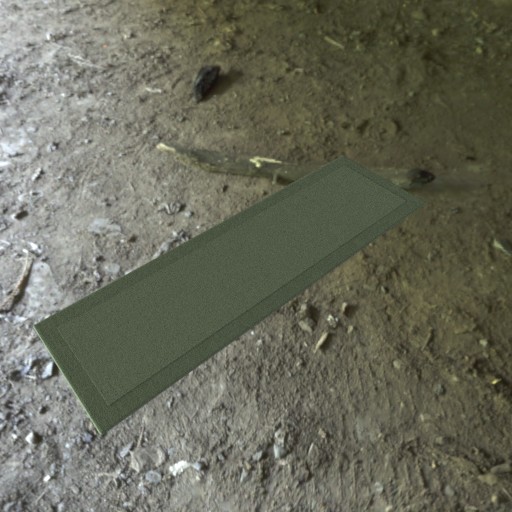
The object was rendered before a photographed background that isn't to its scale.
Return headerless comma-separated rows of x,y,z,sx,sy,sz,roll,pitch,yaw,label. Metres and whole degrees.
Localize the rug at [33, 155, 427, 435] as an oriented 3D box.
0.000,0.000,2.668,2.430,0.012,0.759,-32,54,-27,rug
